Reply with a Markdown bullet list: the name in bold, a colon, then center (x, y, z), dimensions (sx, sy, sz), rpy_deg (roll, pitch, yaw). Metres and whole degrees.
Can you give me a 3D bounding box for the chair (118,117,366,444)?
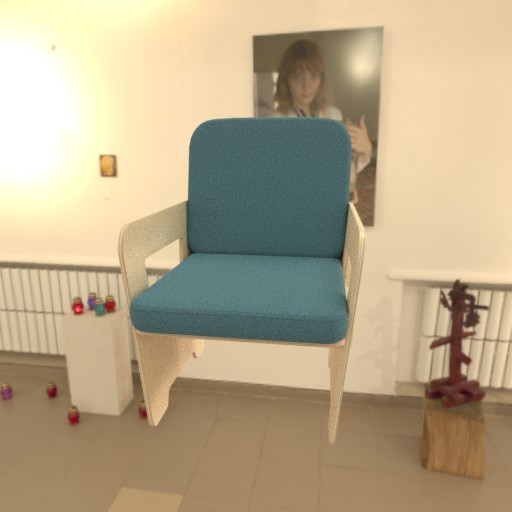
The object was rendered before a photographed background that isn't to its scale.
- **chair**: center (0.000, 0.000, 1.192), dimensions (0.547, 0.747, 0.657), rpy_deg (2, 14, 9)
